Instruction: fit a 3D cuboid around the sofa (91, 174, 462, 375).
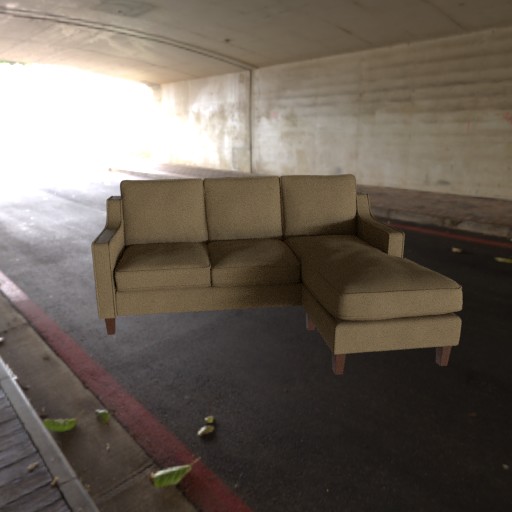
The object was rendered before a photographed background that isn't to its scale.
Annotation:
[{"bbox_3d":[0.000,0.000,3.332,2.317,1.066,1.858,-2,16,-8],"label":"sofa"}]
